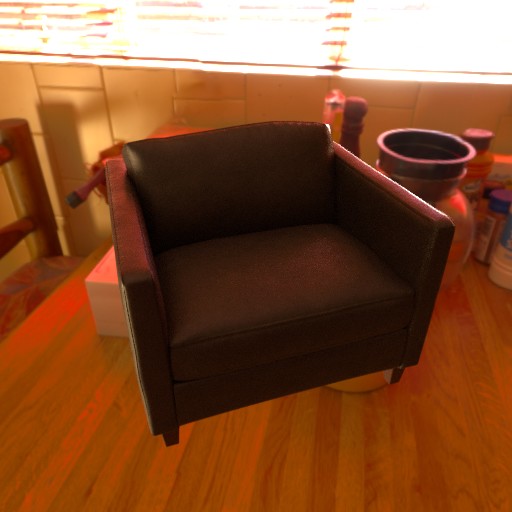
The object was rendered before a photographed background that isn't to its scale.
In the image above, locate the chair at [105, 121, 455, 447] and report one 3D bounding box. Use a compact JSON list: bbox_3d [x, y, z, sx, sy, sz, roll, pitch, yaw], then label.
[{"bbox_3d":[0.000,0.000,1.589,0.939,0.811,0.862,-10,33,-15],"label":"chair"}]
